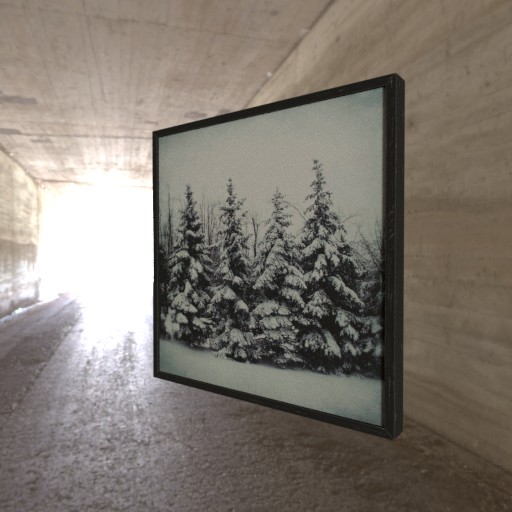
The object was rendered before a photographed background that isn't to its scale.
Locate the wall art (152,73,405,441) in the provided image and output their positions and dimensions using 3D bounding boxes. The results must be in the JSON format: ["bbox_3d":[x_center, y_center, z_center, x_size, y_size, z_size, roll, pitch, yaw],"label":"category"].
[{"bbox_3d":[0.000,0.000,0.775,0.506,0.506,0.036,1,1,37],"label":"wall art"}]
